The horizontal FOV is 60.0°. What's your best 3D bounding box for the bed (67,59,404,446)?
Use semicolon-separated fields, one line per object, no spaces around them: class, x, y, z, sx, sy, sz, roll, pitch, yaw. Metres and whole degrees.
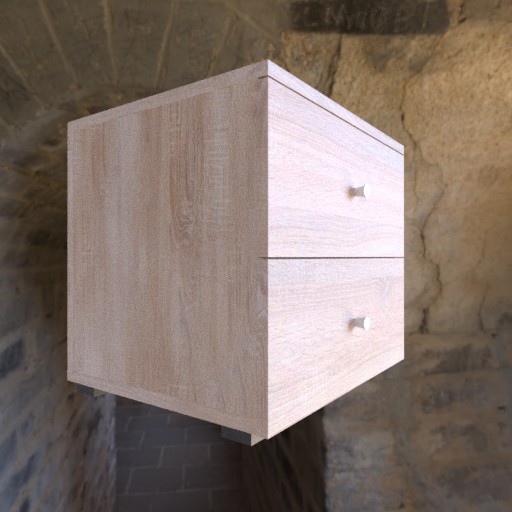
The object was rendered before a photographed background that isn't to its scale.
bed;0.000;0.000;0.766;0.401;0.420;0.460;0;0;36
